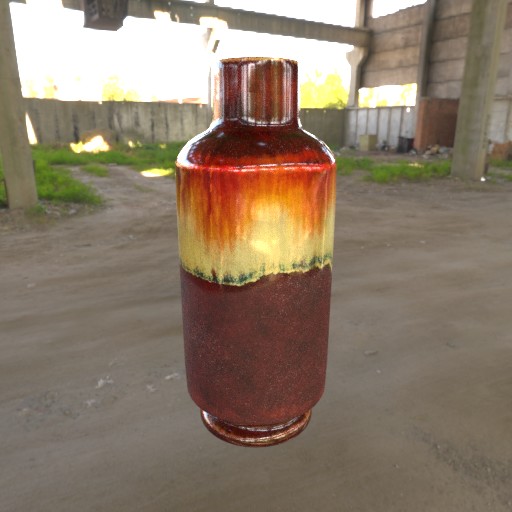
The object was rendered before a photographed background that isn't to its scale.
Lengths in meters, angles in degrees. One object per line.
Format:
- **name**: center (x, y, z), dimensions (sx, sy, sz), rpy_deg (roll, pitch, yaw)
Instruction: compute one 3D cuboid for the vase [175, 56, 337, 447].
- **vase**: center (0.000, 0.000, 0.324), dimensions (0.111, 0.261, 0.111), rpy_deg (0, 17, 0)
